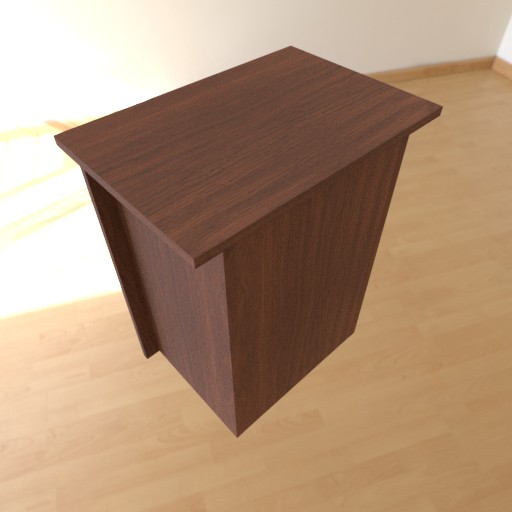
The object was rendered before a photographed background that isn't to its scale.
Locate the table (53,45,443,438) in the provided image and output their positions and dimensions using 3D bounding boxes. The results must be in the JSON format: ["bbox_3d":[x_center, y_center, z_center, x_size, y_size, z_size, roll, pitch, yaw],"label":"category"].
[{"bbox_3d":[0.000,0.000,1.060,0.589,0.711,0.406,-34,55,-28],"label":"table"}]
